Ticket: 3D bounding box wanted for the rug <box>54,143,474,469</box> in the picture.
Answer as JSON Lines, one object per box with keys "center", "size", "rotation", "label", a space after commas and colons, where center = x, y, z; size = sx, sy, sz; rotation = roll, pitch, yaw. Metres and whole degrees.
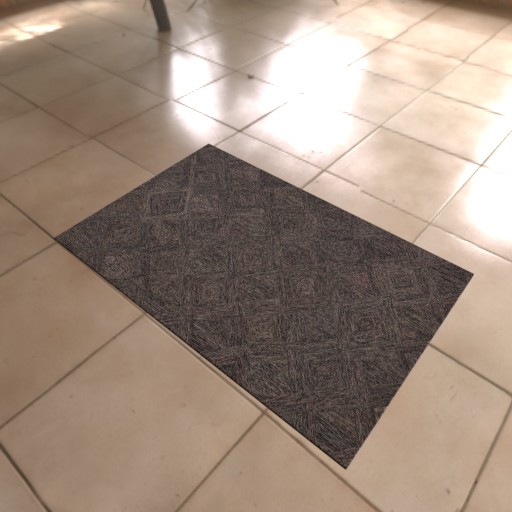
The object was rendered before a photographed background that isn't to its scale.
{"center": [0.000, 0.000, 2.876], "size": [2.298, 0.017, 1.501], "rotation": [31, 54, 26], "label": "rug"}
